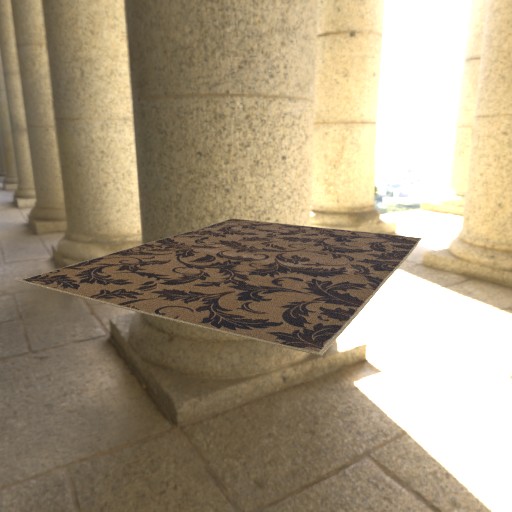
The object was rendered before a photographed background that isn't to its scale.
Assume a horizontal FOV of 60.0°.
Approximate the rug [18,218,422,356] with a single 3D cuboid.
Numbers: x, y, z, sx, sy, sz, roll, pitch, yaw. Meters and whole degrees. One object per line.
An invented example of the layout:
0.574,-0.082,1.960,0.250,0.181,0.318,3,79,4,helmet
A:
0.000,0.000,3.946,2.380,0.008,2.977,8,17,28,rug
